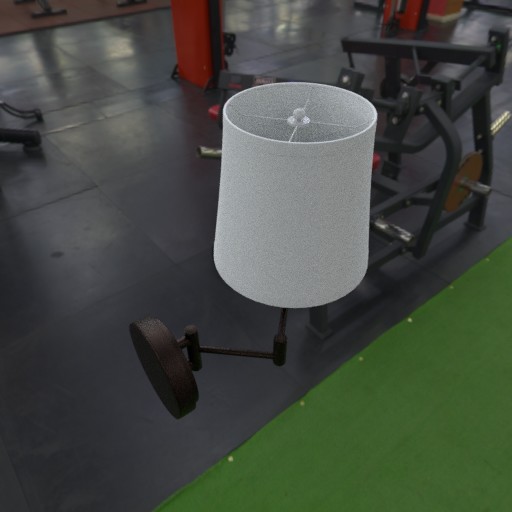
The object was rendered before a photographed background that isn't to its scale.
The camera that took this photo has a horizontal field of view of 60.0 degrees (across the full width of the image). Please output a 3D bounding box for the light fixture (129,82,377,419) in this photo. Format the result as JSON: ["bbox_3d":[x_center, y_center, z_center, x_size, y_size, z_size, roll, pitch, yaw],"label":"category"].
[{"bbox_3d":[0.000,0.000,0.272,0.157,0.172,0.100,-26,47,-27],"label":"light fixture"}]
